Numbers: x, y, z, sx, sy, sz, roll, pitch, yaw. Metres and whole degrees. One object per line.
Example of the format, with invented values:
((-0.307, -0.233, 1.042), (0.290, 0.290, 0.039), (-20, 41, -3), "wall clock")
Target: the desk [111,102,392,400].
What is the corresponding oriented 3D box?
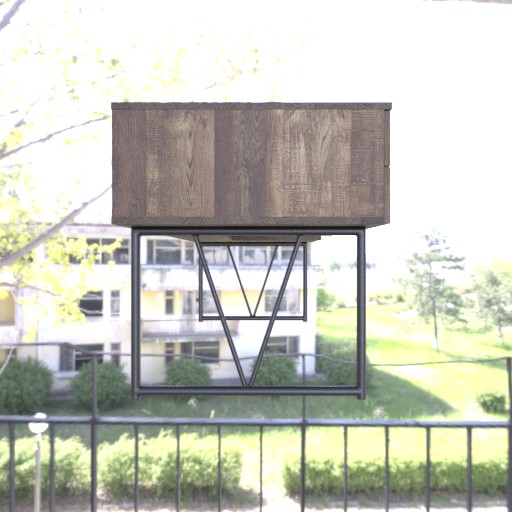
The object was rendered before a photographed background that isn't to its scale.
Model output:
((0.000, 0.000, 1.919), (0.730, 0.780, 1.600), (0, 0, 0), "desk")
